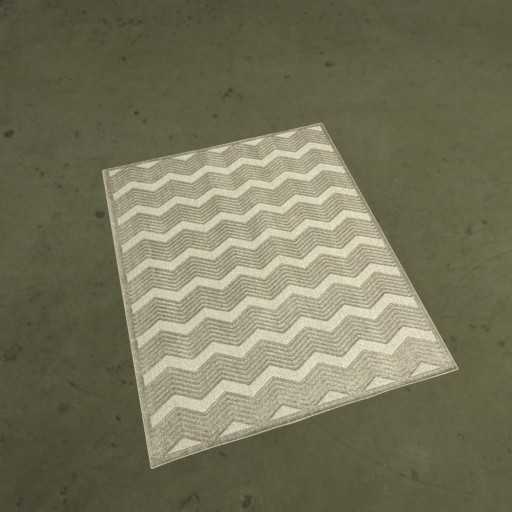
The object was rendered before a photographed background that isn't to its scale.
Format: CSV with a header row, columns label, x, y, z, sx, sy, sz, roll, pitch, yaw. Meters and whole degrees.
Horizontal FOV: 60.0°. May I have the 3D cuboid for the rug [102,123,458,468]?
label,x,y,z,sx,sy,sz,roll,pitch,yaw
rug,0.000,0.000,3.962,2.391,0.005,2.880,-15,59,-9
